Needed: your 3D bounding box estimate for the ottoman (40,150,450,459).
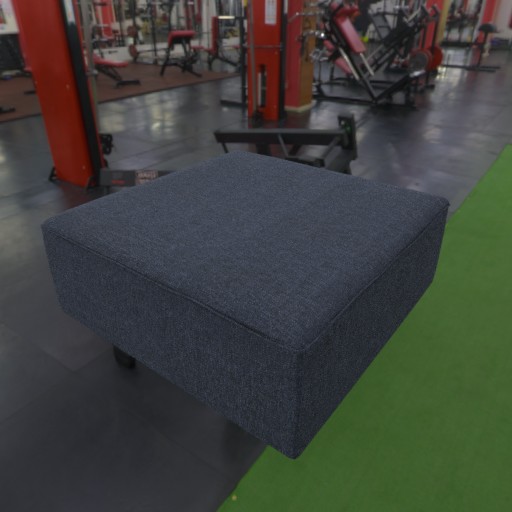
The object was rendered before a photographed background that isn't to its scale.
[{"bbox_3d":[0.000,0.000,1.580,1.017,0.423,1.023,21,36,32],"label":"ottoman"}]
